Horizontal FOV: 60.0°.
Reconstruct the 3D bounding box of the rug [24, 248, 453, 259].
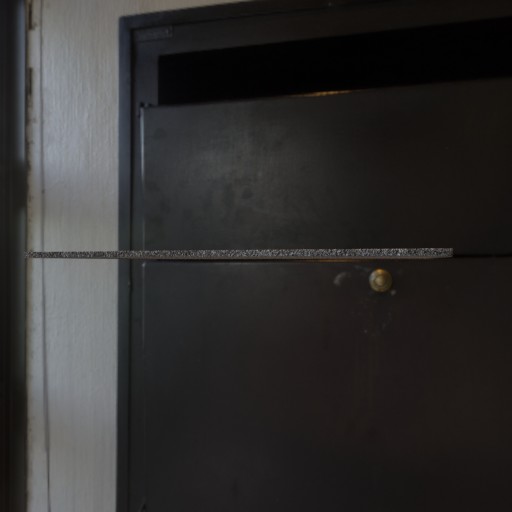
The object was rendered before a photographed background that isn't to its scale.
[{"bbox_3d":[0.000,0.000,2.123,1.601,0.025,1.198,0,-1,17],"label":"rug"}]
